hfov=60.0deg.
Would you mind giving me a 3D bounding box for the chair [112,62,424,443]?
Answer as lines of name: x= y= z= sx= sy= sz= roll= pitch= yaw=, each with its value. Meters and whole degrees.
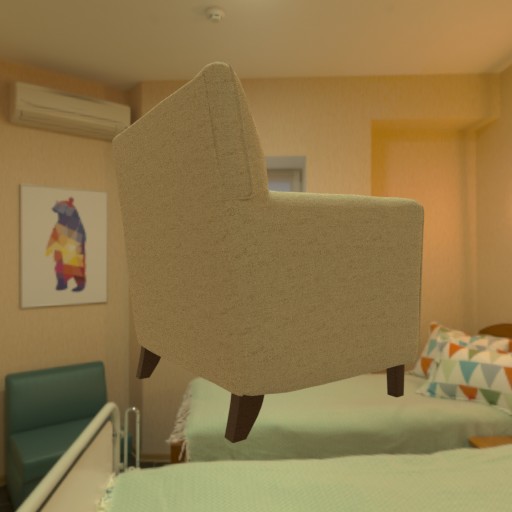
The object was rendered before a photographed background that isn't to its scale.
chair: x=0.000 y=0.000 z=1.601 sx=0.823 sy=0.943 sz=0.870 roll=0 pitch=0 yaw=-34
